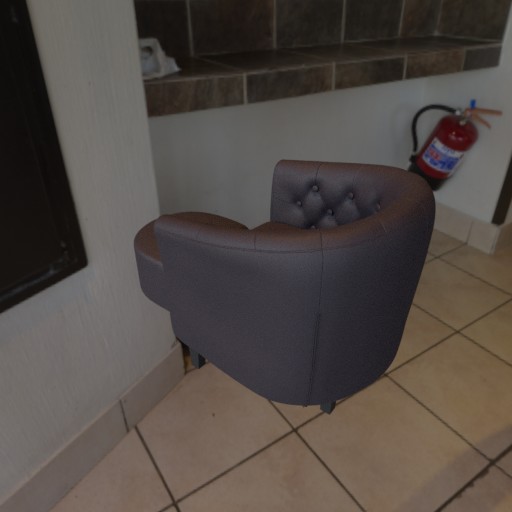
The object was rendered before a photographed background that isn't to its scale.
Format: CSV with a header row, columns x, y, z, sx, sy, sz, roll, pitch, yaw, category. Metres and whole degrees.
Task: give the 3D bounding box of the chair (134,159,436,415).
x,y,z,sx,sy,sz,roll,pitch,yaw,category
0.000,0.000,1.686,1.191,0.760,0.763,22,38,32,chair
